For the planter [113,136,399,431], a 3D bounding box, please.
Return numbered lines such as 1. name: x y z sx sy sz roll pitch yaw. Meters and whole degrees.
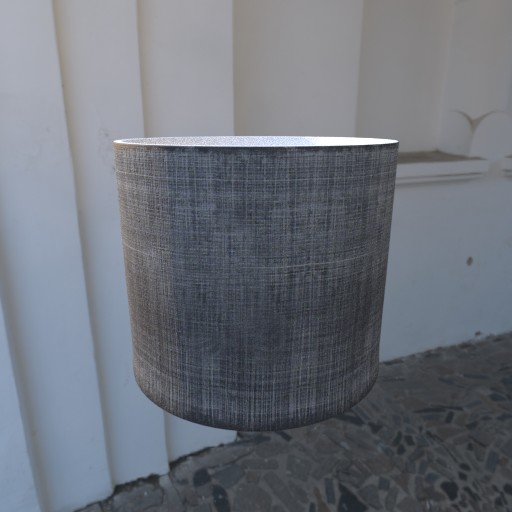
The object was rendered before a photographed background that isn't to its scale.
1. planter: 0.000 0.000 0.310 0.178 0.157 0.178 0 17 0
